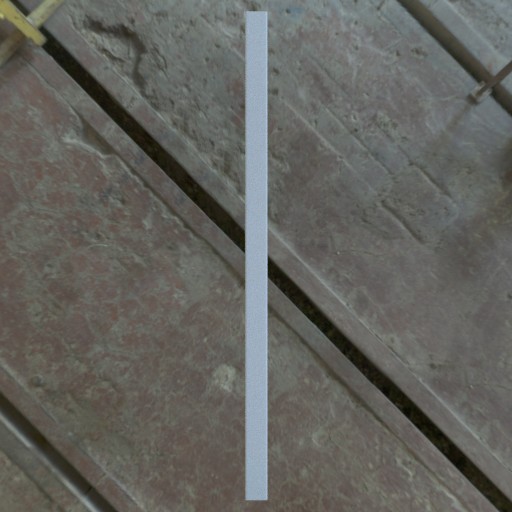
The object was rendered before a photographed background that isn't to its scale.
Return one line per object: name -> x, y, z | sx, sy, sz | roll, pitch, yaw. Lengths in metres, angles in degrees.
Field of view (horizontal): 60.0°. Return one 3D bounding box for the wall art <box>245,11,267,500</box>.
wall art -> 0.000, 0.000, 1.412 | 0.051, 0.761, 1.138 | 0, 90, 0
